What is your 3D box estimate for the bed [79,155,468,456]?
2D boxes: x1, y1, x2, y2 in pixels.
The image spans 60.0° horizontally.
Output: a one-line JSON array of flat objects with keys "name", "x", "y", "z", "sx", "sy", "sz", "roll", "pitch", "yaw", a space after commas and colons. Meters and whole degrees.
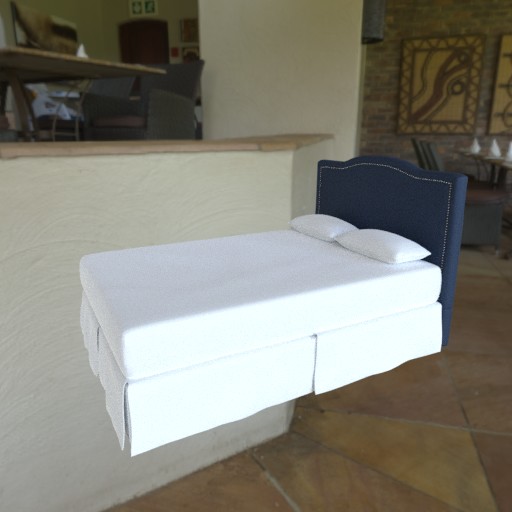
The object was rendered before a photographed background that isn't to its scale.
[{"name": "bed", "x": 0.000, "y": 0.000, "z": 3.404, "sx": 2.507, "sy": 1.441, "sz": 1.741, "roll": -8, "pitch": 18, "yaw": -27}]
